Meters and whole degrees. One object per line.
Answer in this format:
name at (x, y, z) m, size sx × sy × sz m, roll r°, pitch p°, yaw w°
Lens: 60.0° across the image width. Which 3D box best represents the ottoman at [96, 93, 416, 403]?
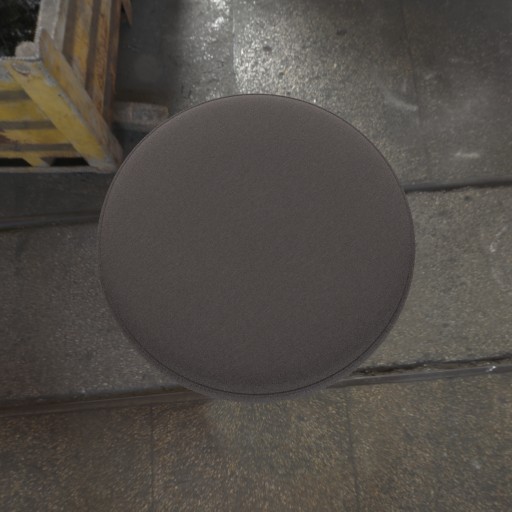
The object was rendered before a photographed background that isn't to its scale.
ottoman at (0.000, 0.000, 0.997) m, size 0.608 × 0.433 × 0.608 m, roll 0°, pitch 76°, yaw 0°
